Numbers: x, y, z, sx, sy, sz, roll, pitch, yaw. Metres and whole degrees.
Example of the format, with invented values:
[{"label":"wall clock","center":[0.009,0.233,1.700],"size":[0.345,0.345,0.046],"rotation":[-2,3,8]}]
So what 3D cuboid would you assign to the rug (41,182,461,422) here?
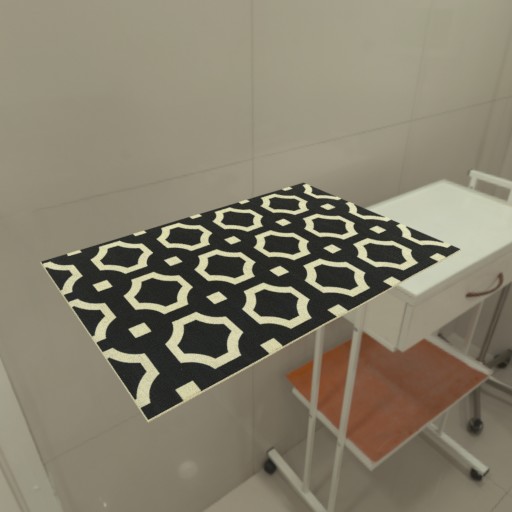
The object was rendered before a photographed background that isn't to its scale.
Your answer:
[{"label":"rug","center":[0.000,0.000,2.906],"size":[2.286,0.016,1.555],"rotation":[-21,37,-32]}]
